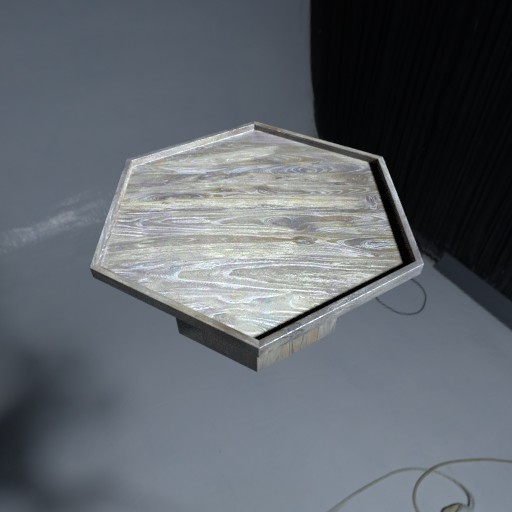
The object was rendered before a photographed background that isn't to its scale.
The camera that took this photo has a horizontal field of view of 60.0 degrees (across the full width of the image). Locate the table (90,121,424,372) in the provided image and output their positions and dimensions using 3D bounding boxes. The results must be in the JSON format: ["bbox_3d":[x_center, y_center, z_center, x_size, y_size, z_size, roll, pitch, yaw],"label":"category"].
[{"bbox_3d":[0.000,0.000,1.648,1.115,0.488,0.966,-23,50,-21],"label":"table"}]
